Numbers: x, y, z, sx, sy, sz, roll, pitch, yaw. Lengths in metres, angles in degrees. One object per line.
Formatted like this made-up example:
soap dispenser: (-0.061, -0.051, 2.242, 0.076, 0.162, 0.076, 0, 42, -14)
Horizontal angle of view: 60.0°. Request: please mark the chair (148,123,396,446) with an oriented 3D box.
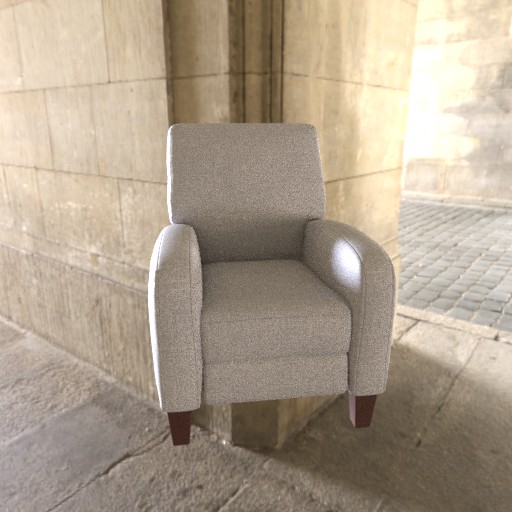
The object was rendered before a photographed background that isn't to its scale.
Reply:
chair: (0.000, 0.000, 1.726, 0.762, 0.990, 0.990, -2, 17, -8)
